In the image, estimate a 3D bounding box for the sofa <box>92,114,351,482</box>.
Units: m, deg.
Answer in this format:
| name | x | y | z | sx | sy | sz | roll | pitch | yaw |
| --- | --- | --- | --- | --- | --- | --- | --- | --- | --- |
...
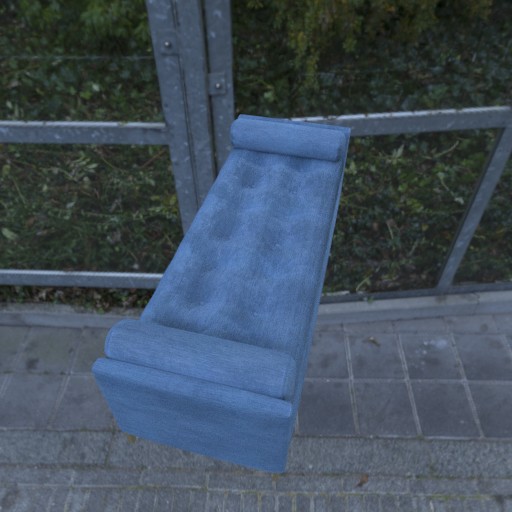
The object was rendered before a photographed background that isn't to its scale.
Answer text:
| name | x | y | z | sx | sy | sz | roll | pitch | yaw |
| --- | --- | --- | --- | --- | --- | --- | --- | --- | --- |
| sofa | 0.000 | 0.000 | 2.516 | 0.796 | 0.705 | 2.102 | 10 | 46 | 10 |
